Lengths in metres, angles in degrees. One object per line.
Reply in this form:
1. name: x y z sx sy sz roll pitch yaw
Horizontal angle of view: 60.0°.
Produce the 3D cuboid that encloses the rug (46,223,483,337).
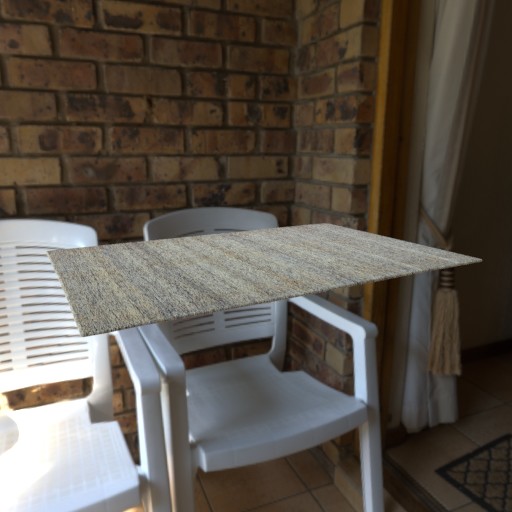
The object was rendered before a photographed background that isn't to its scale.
1. rug: 0.000 0.000 2.244 1.846 0.014 1.243 -7 16 -28
